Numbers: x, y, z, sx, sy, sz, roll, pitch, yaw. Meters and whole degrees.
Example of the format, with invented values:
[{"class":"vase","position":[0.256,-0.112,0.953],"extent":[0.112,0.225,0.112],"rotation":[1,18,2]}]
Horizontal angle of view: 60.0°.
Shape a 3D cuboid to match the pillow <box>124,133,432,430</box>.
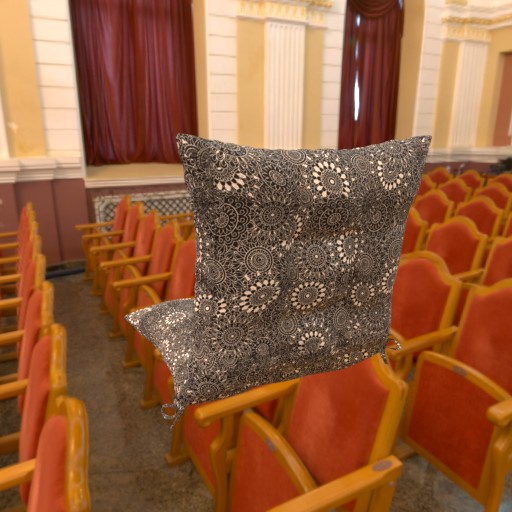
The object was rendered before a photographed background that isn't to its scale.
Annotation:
[{"class":"pillow","position":[0.000,0.000,1.006],"extent":[0.541,0.536,0.585],"rotation":[-8,17,-26]}]
